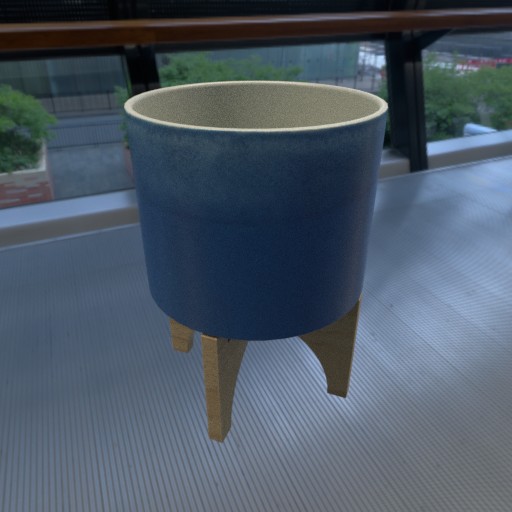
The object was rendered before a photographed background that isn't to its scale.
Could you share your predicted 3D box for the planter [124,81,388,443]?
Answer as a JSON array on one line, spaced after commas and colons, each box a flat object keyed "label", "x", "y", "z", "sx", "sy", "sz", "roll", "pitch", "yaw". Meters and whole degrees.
[{"label": "planter", "x": 0.000, "y": 0.000, "z": 0.542, "sx": 0.261, "sy": 0.367, "sz": 0.261, "roll": 0, "pitch": 29, "yaw": 0}]
